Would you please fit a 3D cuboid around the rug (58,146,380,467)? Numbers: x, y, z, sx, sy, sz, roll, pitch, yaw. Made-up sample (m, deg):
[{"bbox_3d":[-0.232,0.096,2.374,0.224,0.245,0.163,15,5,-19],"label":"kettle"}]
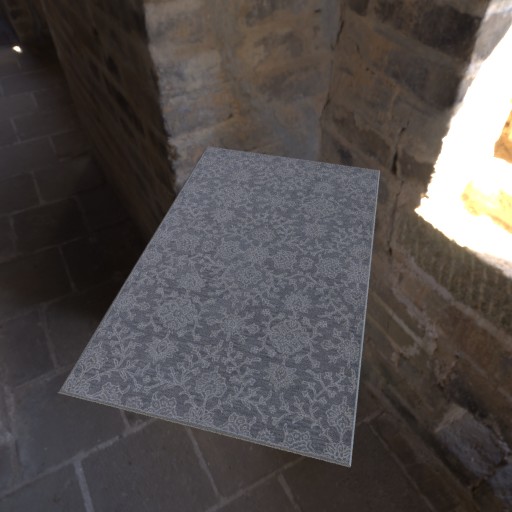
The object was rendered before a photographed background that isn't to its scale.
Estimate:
[{"bbox_3d":[0.000,0.000,3.000,1.515,0.010,2.430,10,47,10],"label":"rug"}]
